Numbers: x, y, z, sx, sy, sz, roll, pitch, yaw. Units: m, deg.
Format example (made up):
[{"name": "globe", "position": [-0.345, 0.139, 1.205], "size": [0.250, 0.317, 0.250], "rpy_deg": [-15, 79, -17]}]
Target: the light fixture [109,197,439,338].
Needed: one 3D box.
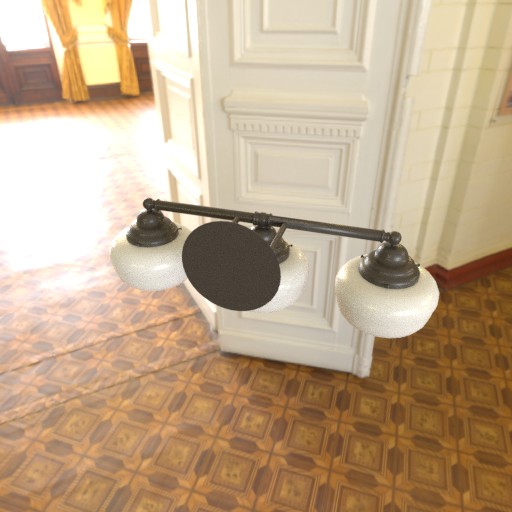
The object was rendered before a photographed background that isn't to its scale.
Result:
[{"name": "light fixture", "position": [0.000, 0.000, 0.728], "size": [0.587, 0.242, 0.239], "rpy_deg": [9, 33, 15]}]
